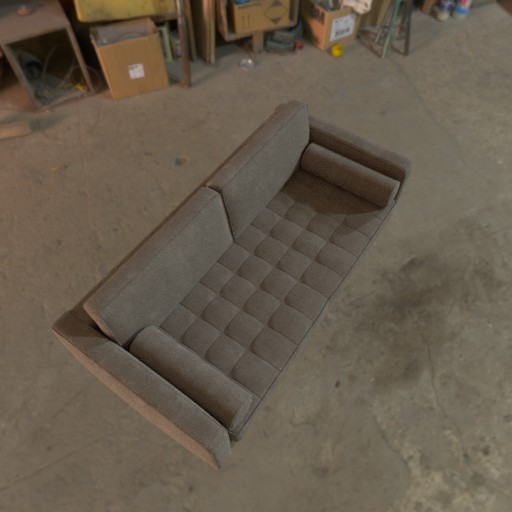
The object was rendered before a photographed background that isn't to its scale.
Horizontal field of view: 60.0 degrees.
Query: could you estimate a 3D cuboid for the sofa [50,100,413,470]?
[{"bbox_3d":[0.000,0.000,2.338,0.920,0.769,1.883,30,61,18],"label":"sofa"}]
